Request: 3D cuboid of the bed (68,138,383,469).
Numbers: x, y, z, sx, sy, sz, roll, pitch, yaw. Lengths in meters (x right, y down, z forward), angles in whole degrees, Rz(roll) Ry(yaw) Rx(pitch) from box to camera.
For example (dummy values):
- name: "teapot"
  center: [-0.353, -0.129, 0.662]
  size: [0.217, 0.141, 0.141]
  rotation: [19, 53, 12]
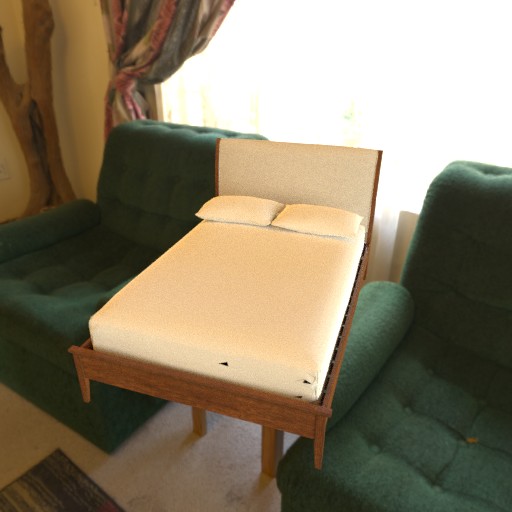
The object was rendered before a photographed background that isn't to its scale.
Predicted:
- name: "bed"
  center: [0.000, 0.000, 3.386]
  size: [1.612, 1.250, 2.380]
  rotation: [9, 28, 17]
